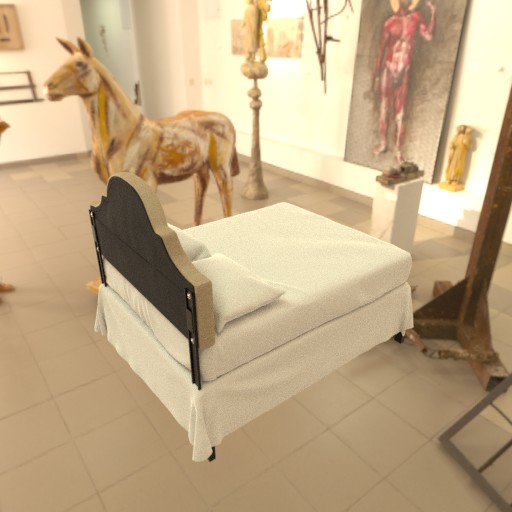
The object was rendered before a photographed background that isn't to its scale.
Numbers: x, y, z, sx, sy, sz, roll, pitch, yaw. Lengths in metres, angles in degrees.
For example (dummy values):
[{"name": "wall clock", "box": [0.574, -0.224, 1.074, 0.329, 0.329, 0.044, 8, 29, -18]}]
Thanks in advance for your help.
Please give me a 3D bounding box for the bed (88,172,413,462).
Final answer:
[{"name": "bed", "box": [0.000, 0.000, 3.480, 2.222, 1.634, 1.780, -19, 32, -33]}]
